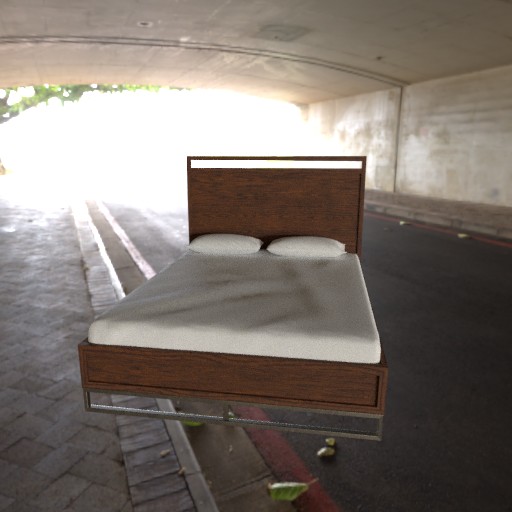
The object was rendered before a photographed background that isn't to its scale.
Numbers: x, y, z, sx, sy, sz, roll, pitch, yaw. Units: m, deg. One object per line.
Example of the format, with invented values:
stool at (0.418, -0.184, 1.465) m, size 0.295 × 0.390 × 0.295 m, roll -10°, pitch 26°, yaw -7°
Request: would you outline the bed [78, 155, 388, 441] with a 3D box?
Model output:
bed at (0.000, 0.000, 3.453) m, size 1.765 × 1.487 × 2.218 m, roll 2°, pitch 14°, yaw 9°
